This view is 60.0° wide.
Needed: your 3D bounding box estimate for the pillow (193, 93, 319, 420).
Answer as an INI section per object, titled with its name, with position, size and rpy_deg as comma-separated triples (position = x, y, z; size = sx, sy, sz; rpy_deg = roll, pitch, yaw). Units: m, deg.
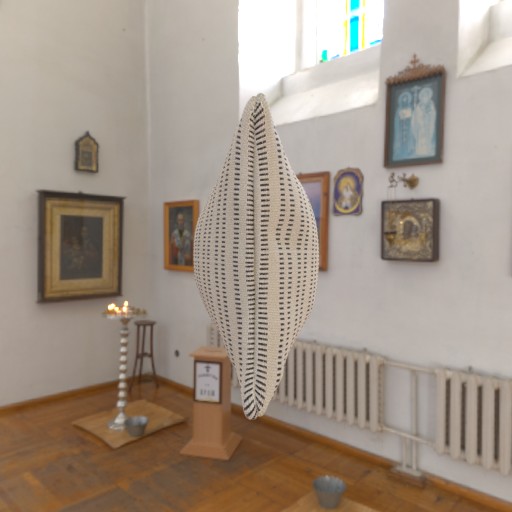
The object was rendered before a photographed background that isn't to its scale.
[pillow]
position = 0.000, 0.000, 0.791
size = 0.210, 0.353, 0.640
rpy_deg = 0, 0, -2
